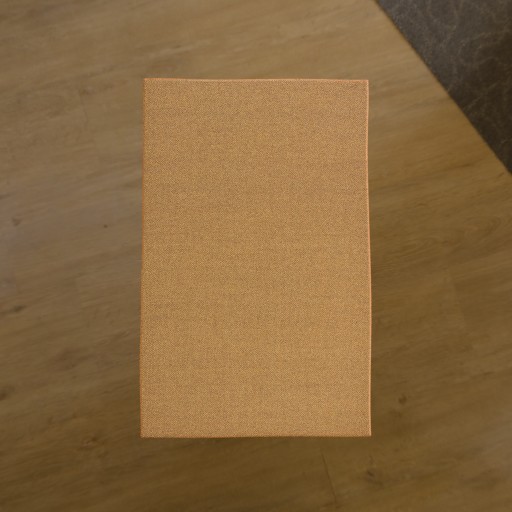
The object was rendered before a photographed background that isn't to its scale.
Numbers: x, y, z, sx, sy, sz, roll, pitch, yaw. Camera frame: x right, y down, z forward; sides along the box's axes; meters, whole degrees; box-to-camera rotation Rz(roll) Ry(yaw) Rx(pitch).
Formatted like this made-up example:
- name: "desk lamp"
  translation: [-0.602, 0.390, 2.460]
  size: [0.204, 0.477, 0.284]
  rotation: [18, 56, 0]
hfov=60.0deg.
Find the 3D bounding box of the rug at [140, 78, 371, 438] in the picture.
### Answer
- name: "rug"
  translation: [0.000, 0.000, 2.075]
  size: [1.078, 0.013, 1.678]
  rotation: [0, 88, -1]
